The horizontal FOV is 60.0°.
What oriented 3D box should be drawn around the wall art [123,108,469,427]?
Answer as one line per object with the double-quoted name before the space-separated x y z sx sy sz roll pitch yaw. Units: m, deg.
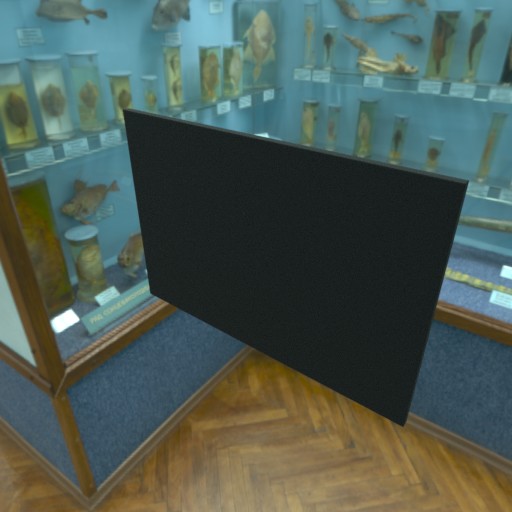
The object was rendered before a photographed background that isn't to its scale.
"wall art" 0.000 0.000 1.216 0.958 0.656 0.026 21 37 32
